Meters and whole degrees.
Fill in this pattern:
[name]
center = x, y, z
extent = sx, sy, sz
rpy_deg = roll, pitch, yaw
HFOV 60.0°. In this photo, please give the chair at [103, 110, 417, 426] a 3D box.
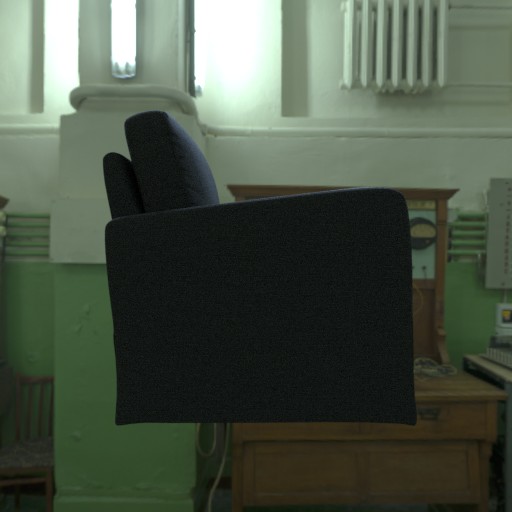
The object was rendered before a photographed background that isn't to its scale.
[chair]
center = 0.000, 0.000, 1.498
extent = 0.863, 0.855, 0.798
rpy_deg = 0, 0, -1
